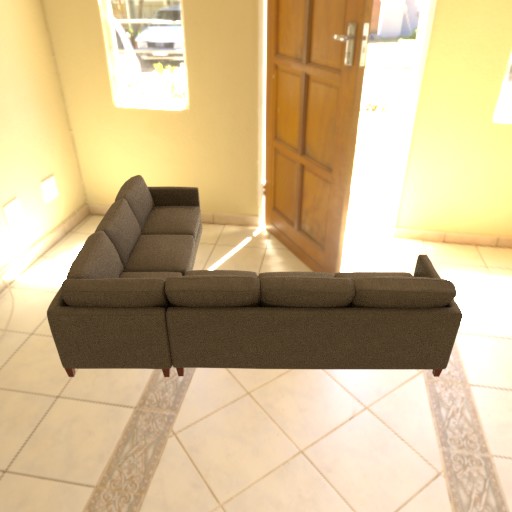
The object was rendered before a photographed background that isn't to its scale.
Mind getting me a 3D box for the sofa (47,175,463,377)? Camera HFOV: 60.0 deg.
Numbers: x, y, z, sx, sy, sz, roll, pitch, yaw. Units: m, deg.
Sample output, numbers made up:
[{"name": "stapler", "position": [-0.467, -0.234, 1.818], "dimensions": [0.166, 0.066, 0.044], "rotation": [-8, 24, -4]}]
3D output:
[{"name": "sofa", "position": [0.000, 0.000, 4.640], "dimensions": [3.302, 0.947, 2.593], "rotation": [0, 31, 0]}]
